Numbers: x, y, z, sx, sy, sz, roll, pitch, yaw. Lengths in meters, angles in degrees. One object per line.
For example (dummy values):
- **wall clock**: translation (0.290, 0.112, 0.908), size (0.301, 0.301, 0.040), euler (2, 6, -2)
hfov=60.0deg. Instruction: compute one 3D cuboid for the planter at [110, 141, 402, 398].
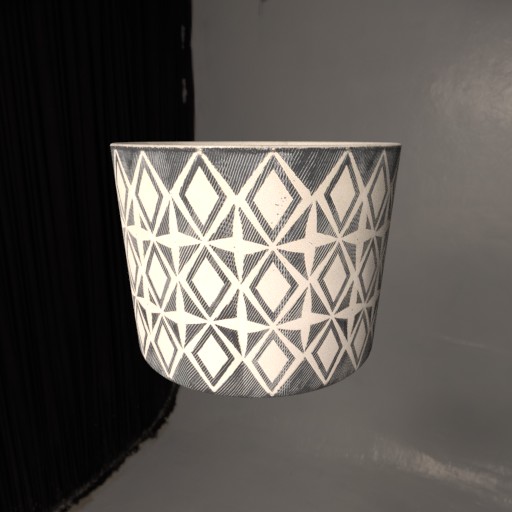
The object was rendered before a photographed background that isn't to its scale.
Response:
- **planter**: translation (0.000, 0.000, 0.443), size (0.260, 0.220, 0.260), euler (0, 15, 0)
